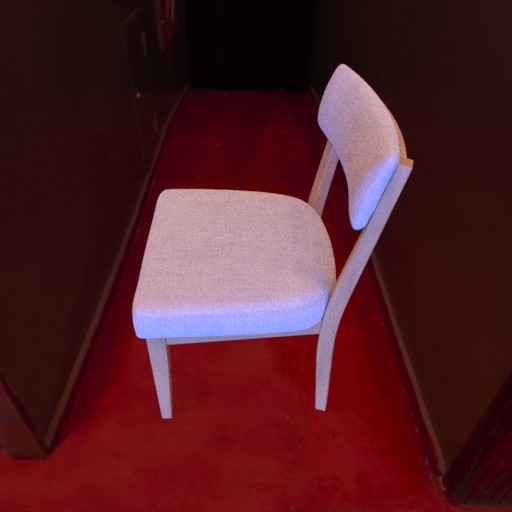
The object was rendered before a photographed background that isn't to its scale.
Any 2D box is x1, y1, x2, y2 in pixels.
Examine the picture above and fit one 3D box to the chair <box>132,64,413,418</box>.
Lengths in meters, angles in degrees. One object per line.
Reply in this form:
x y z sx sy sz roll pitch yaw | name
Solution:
0.000 0.000 1.176 0.572 0.832 0.508 -1 41 -1 | chair
